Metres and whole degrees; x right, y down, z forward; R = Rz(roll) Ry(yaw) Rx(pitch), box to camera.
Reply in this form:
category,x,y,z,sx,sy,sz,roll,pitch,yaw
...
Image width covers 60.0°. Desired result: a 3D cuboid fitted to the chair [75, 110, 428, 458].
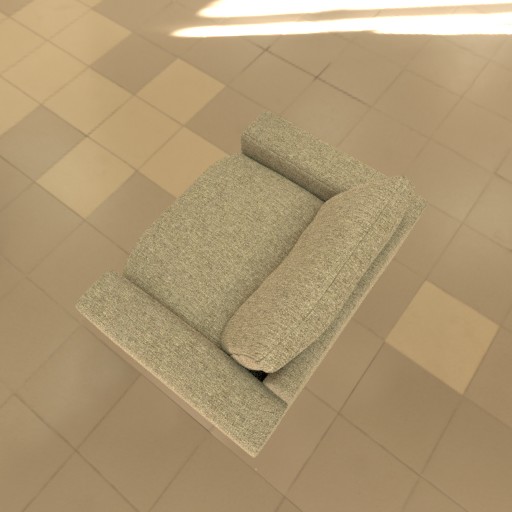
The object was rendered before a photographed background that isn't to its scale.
category,x,y,z,sx,sy,sz,roll,pitch,yaw
chair,0.000,0.000,2.106,1.039,0.915,1.398,34,69,15
